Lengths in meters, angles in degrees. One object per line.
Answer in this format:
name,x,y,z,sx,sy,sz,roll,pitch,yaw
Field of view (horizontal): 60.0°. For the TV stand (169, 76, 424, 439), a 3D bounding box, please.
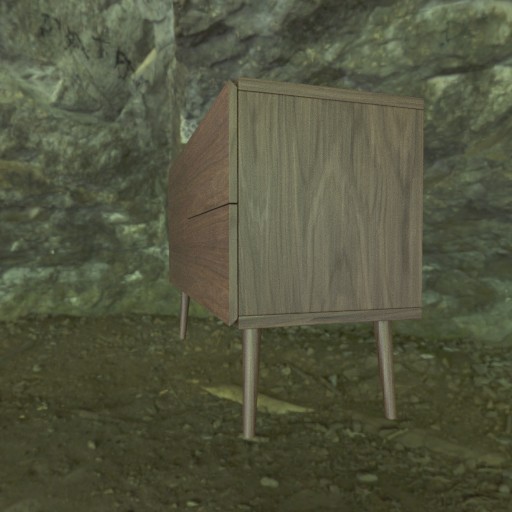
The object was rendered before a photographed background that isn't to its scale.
TV stand,0.000,0.000,1.316,0.405,0.660,0.990,0,2,-17
